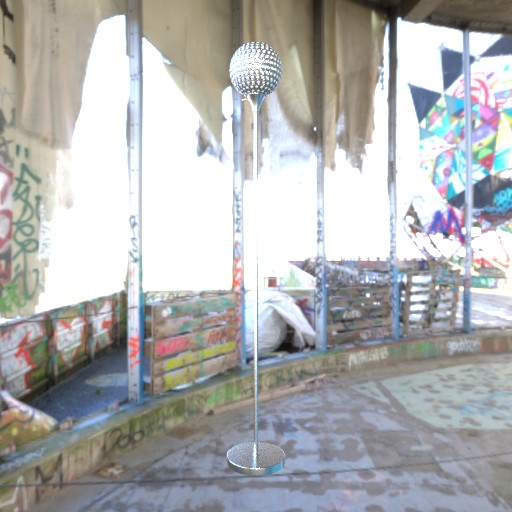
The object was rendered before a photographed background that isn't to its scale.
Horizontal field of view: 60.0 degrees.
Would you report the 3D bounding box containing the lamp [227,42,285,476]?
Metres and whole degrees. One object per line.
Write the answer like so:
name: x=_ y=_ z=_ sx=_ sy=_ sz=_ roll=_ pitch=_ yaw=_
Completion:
lamp: x=0.000 y=0.000 z=1.939 sx=0.254 sy=1.805 sz=0.254 roll=0 pitch=1 yaw=0
